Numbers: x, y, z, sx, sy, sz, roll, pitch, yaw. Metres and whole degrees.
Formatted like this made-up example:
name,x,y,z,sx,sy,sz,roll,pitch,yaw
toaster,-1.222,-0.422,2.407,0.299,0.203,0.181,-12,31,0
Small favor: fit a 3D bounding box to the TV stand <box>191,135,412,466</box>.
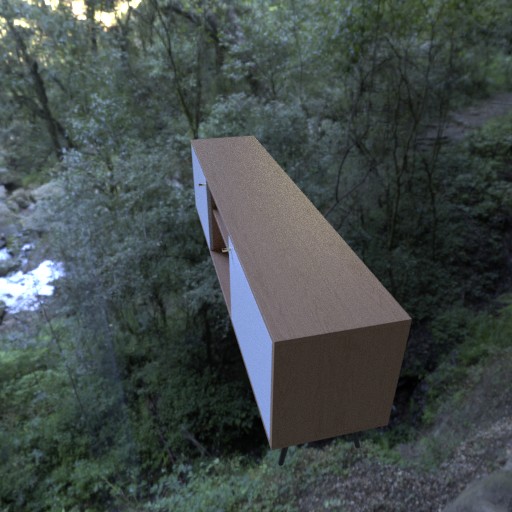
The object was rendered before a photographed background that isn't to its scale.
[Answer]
name,x,y,z,sx,sy,sz,roll,pitch,yaw
TV stand,0.000,0.000,1.989,0.400,0.580,1.760,-7,31,-12
